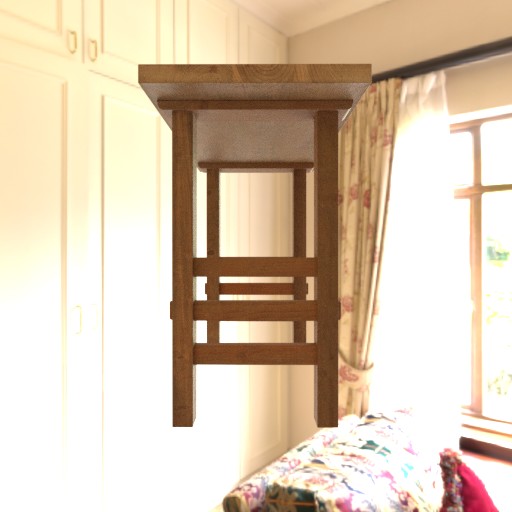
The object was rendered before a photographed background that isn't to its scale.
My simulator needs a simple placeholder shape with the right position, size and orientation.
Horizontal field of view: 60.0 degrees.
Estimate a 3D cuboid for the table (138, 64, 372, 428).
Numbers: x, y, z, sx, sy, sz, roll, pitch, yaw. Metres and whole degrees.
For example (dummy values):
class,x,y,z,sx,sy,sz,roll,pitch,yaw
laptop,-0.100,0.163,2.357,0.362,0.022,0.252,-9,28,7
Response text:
class,x,y,z,sx,sy,sz,roll,pitch,yaw
table,0.000,0.000,1.612,0.556,0.914,1.119,0,0,0
